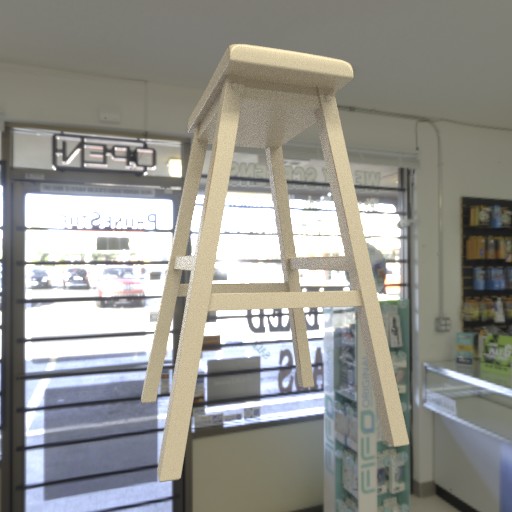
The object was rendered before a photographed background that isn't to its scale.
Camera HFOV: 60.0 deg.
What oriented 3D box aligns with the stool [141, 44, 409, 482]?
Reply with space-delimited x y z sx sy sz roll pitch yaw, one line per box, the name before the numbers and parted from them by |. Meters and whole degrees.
stool | 0.000 0.000 1.008 0.476 0.737 0.457 0 -1 -18
